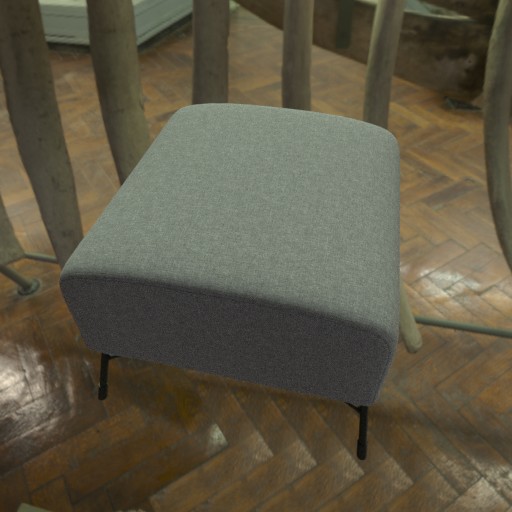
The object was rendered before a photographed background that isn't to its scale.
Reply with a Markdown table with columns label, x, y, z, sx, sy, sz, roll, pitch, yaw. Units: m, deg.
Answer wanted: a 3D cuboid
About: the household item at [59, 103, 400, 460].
| label | x | y | z | sx | sy | sz | roll | pitch | yaw |
| --- | --- | --- | --- | --- | --- | --- | --- | --- | --- |
| household item | 0.000 | 0.000 | 0.873 | 0.530 | 0.410 | 0.530 | 9 | 47 | 9 |
